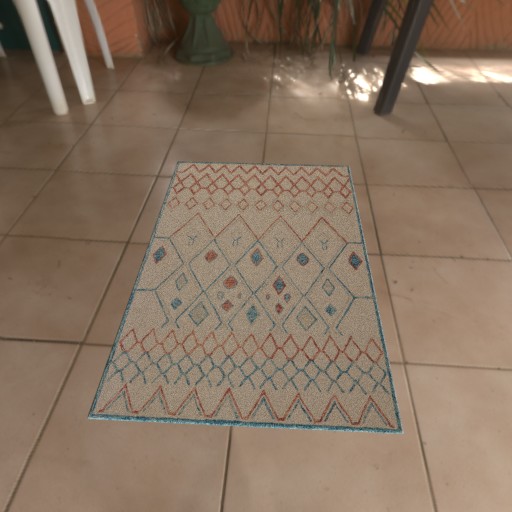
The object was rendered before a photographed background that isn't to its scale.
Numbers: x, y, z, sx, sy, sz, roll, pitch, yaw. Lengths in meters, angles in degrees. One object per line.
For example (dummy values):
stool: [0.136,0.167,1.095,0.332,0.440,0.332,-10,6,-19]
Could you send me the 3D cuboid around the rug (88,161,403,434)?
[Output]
rug: [0.000,0.000,3.031,1.524,0.015,2.438,2,42,2]
